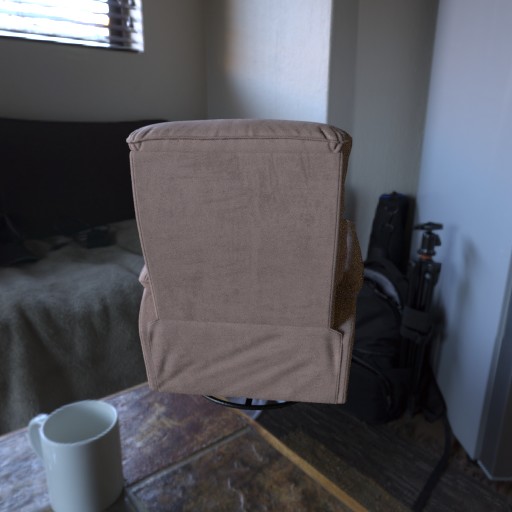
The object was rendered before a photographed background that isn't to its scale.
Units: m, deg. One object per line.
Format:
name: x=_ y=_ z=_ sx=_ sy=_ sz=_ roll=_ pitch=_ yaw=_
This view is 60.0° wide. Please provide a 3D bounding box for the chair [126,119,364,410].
chair: x=0.000 y=0.000 z=1.742 sx=0.820 sy=1.037 sz=1.004 roll=2 pitch=18 yaw=6
